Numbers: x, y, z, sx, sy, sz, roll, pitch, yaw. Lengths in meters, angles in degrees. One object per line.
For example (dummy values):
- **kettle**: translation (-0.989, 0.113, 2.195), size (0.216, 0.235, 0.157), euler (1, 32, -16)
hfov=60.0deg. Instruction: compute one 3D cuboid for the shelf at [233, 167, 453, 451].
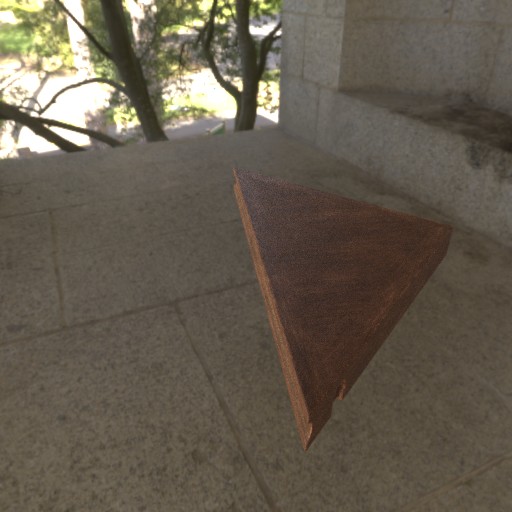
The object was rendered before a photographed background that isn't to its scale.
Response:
- **shelf**: translation (0.000, 0.000, 0.444), size (0.296, 0.035, 0.296), euler (21, 37, 30)
